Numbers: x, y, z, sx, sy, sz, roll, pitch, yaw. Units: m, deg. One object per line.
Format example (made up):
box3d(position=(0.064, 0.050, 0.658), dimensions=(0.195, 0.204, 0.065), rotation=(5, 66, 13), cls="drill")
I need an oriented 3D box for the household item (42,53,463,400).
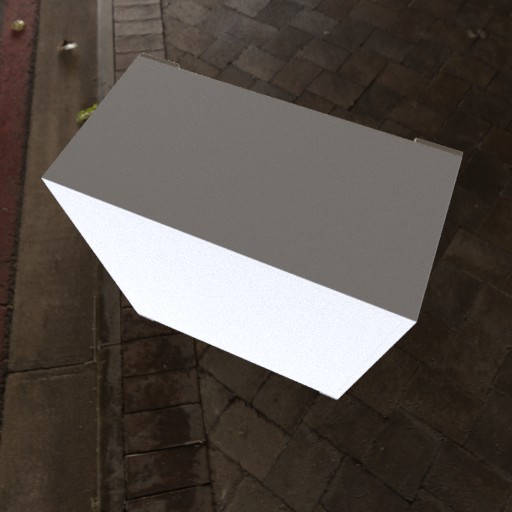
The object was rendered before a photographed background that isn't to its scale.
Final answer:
box3d(position=(0.000, 0.000, 1.333), dimensions=(0.800, 0.870, 0.420), rotation=(21, 65, 10), cls="household item")
